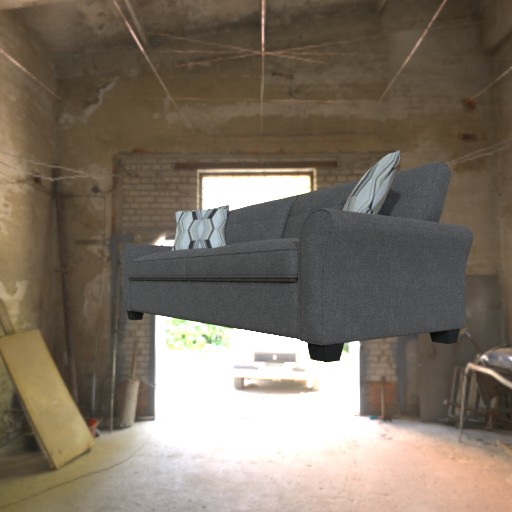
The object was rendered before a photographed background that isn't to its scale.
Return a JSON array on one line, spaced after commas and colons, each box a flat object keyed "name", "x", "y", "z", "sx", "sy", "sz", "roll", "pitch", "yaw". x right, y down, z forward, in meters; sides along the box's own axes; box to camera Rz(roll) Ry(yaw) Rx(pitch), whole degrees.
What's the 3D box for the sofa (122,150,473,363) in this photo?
[{"name": "sofa", "x": 0.000, "y": 0.000, "z": 2.495, "sx": 0.889, "sy": 0.813, "sz": 2.032, "roll": 2, "pitch": -3, "yaw": -36}]
